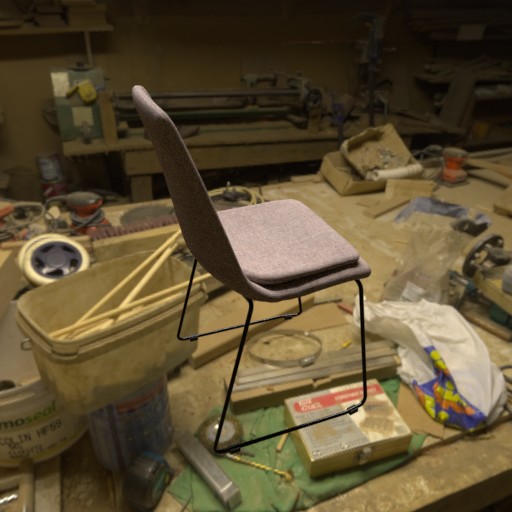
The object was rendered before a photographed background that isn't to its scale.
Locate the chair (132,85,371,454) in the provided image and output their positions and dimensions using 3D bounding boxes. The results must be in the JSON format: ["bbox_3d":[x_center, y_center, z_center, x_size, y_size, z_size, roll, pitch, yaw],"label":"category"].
[{"bbox_3d":[0.000,0.000,1.167,0.518,0.858,0.479,-10,32,-17],"label":"chair"}]
